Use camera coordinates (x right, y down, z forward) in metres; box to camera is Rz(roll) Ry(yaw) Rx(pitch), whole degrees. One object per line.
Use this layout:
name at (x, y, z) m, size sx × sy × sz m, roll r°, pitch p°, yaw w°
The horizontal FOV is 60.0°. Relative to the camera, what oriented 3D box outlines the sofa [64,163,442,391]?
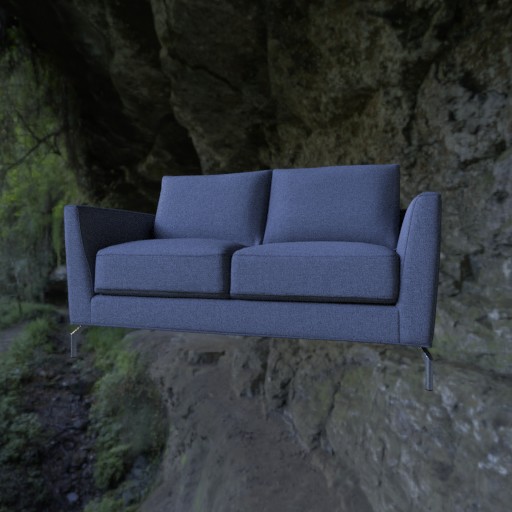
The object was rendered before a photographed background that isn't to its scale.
sofa at (0.000, 0.000, 2.132) m, size 1.594 × 0.924 × 0.803 m, roll 0°, pitch 1°, yaw 18°
